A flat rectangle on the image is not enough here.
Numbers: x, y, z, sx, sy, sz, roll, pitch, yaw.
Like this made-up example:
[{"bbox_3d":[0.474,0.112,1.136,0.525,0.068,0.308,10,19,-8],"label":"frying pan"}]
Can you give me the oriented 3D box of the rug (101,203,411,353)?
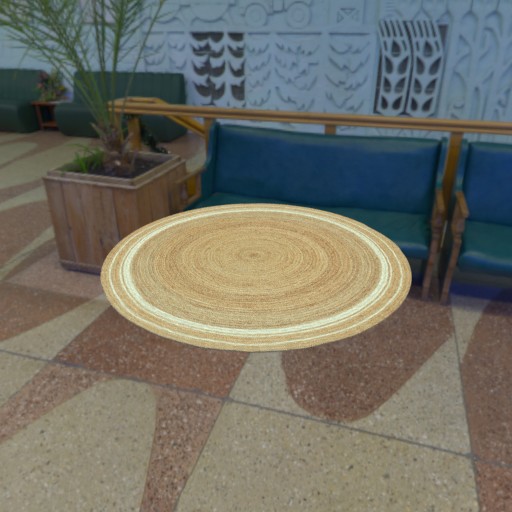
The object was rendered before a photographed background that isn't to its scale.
[{"bbox_3d":[0.000,0.000,3.652,2.444,0.015,2.444,0,27,0],"label":"rug"}]
